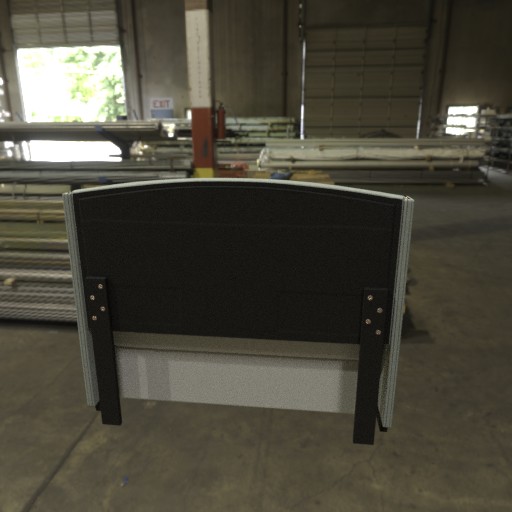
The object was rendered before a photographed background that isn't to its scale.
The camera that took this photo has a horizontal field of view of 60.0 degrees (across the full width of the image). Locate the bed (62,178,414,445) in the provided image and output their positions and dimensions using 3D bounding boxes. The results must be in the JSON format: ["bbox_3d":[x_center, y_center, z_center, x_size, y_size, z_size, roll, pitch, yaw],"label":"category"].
[{"bbox_3d":[0.000,0.000,3.332,1.710,1.407,2.237,2,17,6],"label":"bed"}]
